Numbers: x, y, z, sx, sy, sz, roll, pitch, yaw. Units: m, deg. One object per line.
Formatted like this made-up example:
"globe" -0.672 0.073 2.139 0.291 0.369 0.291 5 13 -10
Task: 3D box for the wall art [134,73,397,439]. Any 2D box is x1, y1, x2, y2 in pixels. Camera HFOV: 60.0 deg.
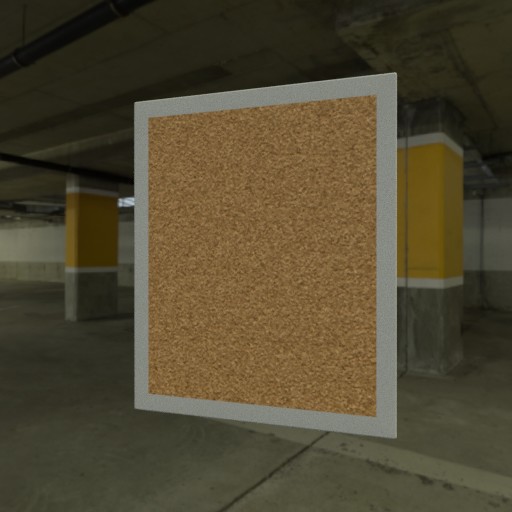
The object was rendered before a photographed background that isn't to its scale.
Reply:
"wall art" 0.000 0.000 0.751 0.454 0.556 0.028 0 0 17
